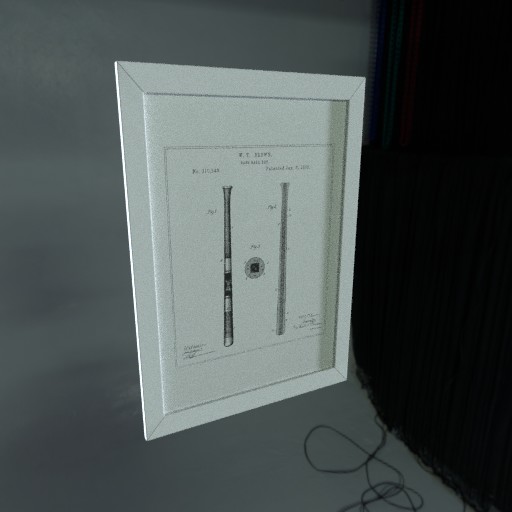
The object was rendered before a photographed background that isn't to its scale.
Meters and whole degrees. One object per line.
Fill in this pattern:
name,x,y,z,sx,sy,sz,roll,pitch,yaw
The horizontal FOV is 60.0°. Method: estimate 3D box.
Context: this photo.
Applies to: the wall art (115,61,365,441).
wall art,0.000,0.000,0.680,0.374,0.529,0.012,-8,18,-26
